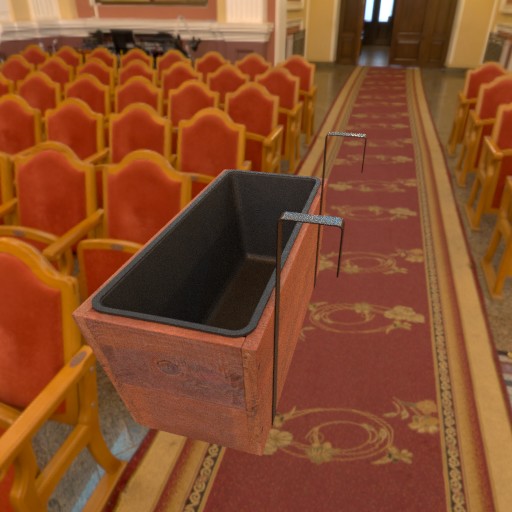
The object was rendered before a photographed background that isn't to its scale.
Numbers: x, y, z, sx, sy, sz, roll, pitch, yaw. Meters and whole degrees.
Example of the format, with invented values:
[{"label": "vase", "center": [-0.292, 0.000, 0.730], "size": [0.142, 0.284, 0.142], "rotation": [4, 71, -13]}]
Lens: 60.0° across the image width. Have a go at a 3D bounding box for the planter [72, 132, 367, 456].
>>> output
[{"label": "planter", "center": [0.000, 0.000, 0.647], "size": [0.262, 0.289, 0.480], "rotation": [8, 31, 14]}]
